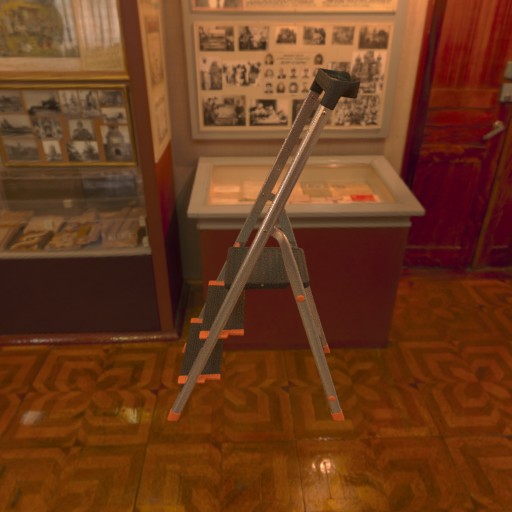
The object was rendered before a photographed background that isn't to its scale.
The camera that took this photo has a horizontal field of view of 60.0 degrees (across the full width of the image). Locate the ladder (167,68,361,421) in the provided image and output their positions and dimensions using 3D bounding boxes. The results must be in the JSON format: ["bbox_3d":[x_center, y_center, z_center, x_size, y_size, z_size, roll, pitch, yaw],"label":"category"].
[{"bbox_3d":[0.000,0.000,1.601,0.686,1.229,0.416,0,29,0],"label":"ladder"}]
